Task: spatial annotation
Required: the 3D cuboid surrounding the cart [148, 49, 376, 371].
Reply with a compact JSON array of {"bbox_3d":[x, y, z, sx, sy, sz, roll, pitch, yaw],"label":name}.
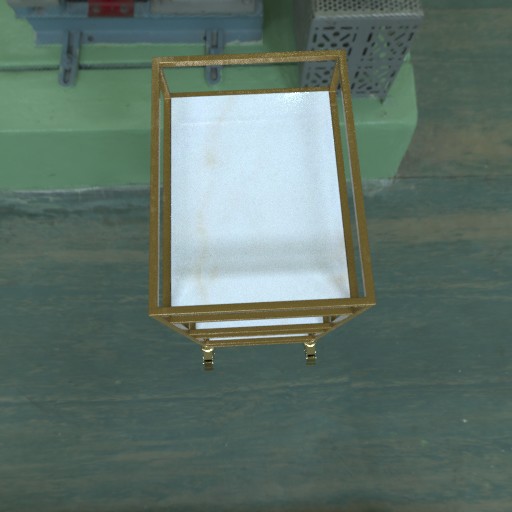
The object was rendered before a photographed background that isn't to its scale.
[{"bbox_3d":[0.000,0.000,1.004,0.332,0.761,0.483,-3,75,-1],"label":"cart"}]
